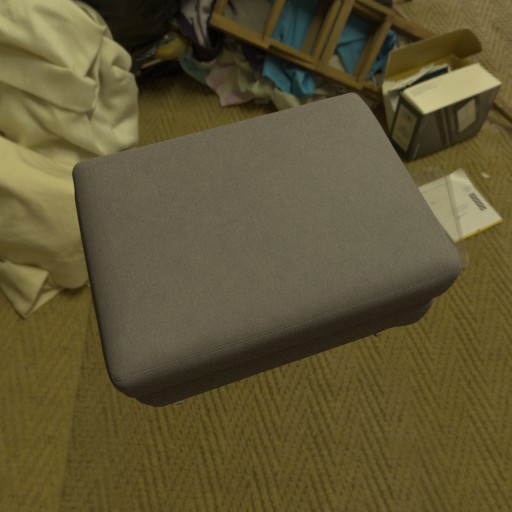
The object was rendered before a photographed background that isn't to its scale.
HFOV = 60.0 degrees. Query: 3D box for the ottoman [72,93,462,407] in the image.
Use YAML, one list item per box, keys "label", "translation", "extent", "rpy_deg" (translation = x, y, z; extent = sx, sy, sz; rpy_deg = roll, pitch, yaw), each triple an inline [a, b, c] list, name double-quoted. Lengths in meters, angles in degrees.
- label: "ottoman"
  translation: [0.000, 0.000, 1.166]
  extent: [0.773, 0.497, 0.574]
  rpy_deg: [-17, 65, -8]
